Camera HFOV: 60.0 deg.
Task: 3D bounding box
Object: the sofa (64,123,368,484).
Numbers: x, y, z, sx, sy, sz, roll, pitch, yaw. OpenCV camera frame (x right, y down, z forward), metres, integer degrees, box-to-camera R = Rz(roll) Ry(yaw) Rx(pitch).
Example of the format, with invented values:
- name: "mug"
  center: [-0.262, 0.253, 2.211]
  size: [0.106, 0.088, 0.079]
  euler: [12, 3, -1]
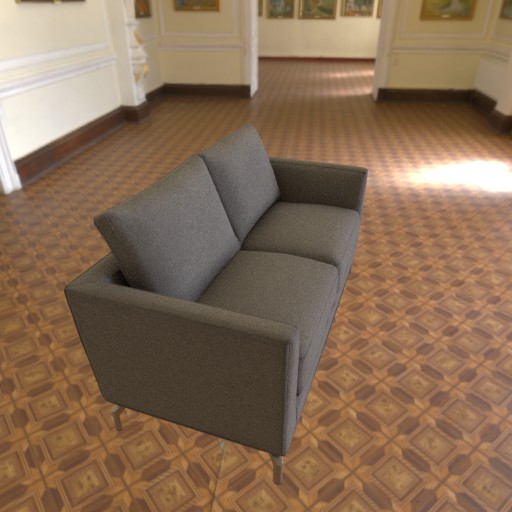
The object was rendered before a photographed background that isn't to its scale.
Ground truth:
- name: "sofa"
  center: [0.000, 0.000, 2.100]
  size: [0.803, 0.924, 1.594]
  euler: [10, 31, 17]
